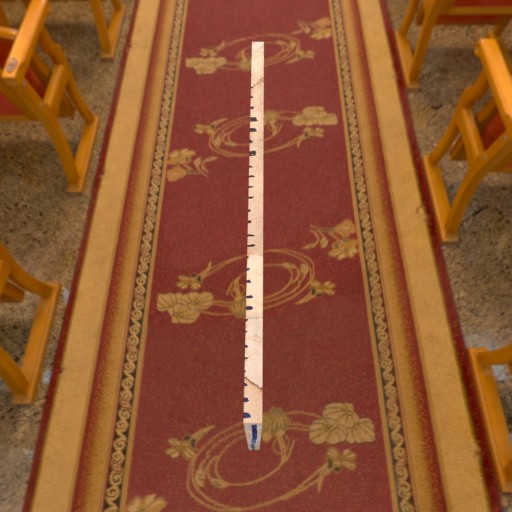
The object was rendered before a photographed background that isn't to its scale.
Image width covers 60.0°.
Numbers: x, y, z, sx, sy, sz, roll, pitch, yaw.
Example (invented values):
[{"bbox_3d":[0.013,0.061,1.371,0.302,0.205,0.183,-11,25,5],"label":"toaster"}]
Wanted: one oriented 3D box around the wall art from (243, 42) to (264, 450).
[{"bbox_3d":[0.000,0.000,1.193,0.030,0.609,0.919,1,63,0],"label":"wall art"}]
